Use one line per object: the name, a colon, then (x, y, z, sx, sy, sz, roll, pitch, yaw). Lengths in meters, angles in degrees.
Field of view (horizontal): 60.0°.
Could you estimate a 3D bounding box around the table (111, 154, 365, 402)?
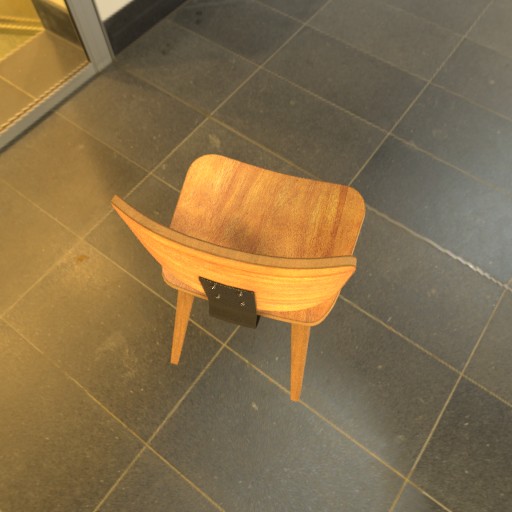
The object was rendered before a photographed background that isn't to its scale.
table: (0.000, 0.000, 1.136, 0.499, 0.805, 0.500, 15, 64, 7)
